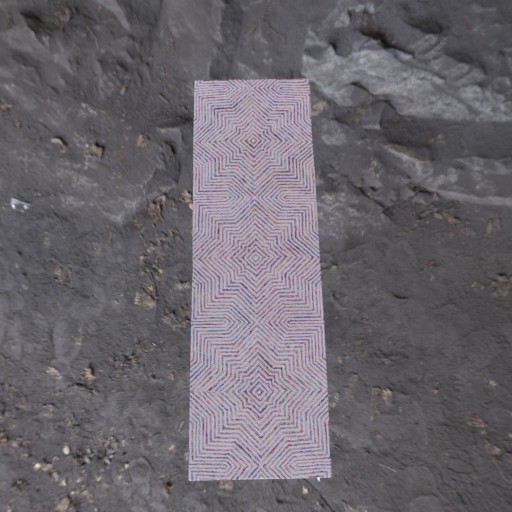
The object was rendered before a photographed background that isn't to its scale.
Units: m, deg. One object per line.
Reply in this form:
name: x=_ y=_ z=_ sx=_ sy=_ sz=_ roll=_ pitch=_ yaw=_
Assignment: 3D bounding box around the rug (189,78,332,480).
rug: x=0.000 y=0.000 z=2.654 sx=0.771 sy=0.009 sz=2.443 roll=-1 pitch=75 yaw=0
